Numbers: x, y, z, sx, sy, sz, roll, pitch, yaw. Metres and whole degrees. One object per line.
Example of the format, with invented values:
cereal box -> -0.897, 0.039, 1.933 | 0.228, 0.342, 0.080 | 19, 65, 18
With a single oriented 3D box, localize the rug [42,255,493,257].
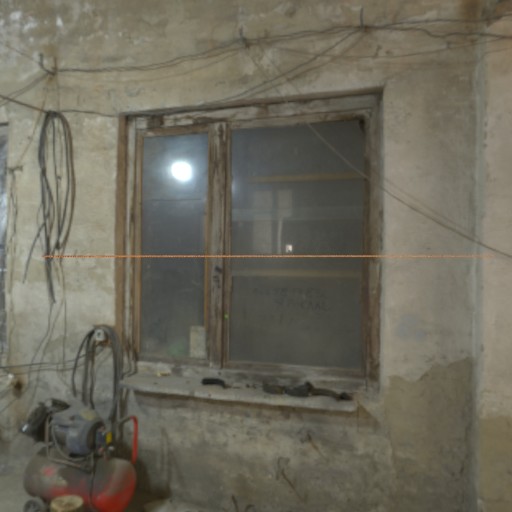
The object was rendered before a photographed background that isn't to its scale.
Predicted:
rug -> 0.000, 0.000, 2.844 | 2.285, 0.006, 1.524 | 0, 0, -18
